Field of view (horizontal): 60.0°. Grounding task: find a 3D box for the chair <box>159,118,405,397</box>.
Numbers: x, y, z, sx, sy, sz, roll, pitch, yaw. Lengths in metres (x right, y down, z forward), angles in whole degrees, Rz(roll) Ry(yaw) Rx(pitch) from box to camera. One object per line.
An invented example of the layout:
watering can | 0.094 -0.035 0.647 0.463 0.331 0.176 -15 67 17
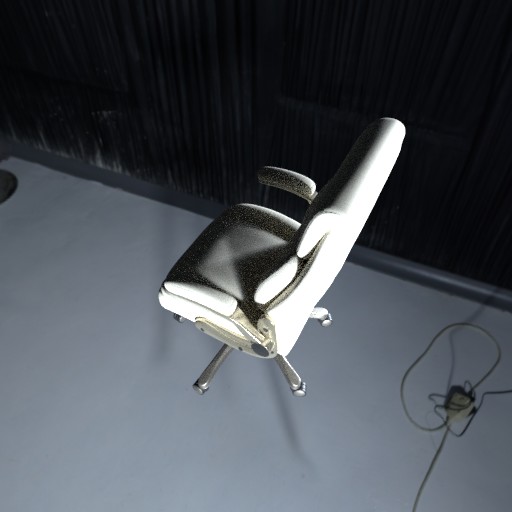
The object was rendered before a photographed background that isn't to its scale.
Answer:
chair | 0.000 0.000 1.672 0.794 1.110 0.740 18 49 16
